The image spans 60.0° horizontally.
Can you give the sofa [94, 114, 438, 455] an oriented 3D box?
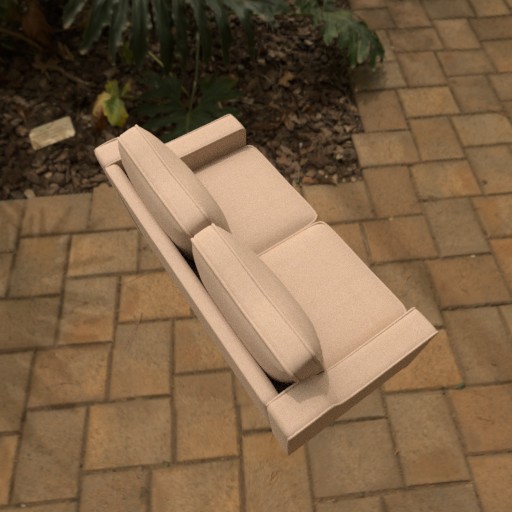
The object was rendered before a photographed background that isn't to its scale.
[{"bbox_3d":[0.000,0.000,3.524,1.351,1.562,2.587,-30,63,-17],"label":"sofa"}]
